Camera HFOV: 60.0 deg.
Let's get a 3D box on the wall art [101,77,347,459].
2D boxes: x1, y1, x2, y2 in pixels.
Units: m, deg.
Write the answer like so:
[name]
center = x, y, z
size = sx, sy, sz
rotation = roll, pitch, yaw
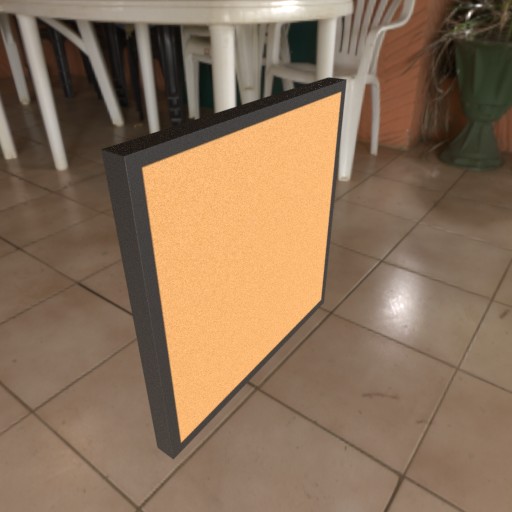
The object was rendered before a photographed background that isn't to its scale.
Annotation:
[wall art]
center = 0.000, 0.000, 0.765
size = 0.037, 0.506, 0.506
rotation = 21, 37, 30
